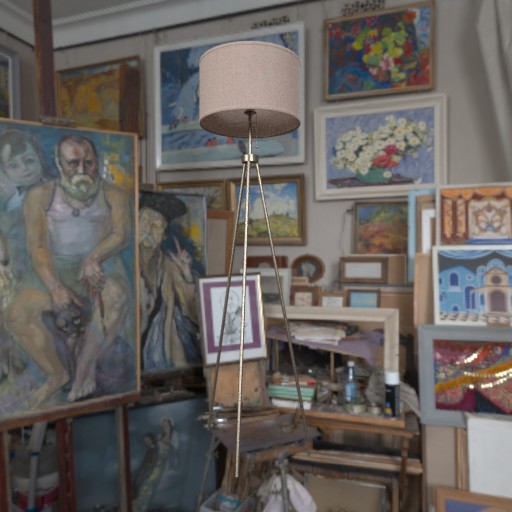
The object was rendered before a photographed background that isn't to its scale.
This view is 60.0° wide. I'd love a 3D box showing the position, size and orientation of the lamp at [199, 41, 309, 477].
[{"bbox_3d":[0.000,0.000,1.802,0.460,1.545,0.449,0,0,-19],"label":"lamp"}]
